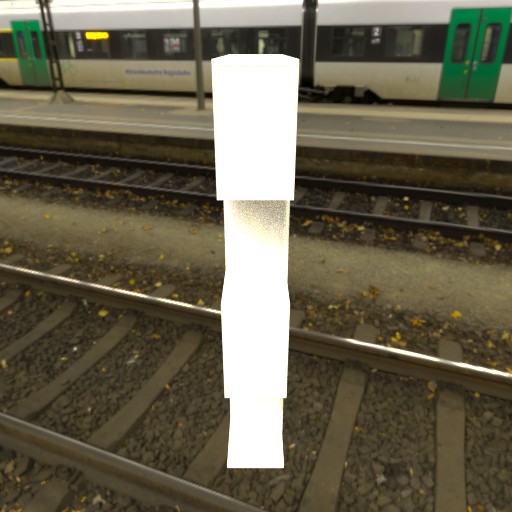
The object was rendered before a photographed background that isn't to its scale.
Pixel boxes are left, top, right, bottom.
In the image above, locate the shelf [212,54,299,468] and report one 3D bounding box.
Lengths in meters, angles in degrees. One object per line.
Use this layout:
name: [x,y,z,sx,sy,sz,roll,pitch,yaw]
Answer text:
shelf: [0.000,0.000,2.010,0.250,1.650,0.890,0,25,0]
